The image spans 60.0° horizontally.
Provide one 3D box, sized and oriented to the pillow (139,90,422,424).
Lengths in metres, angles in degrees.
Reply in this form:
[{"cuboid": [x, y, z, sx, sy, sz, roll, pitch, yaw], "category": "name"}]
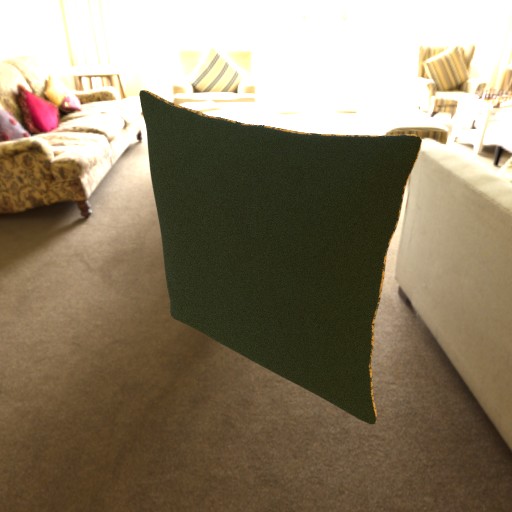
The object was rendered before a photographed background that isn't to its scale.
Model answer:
[{"cuboid": [0.000, 0.000, 0.788, 0.523, 0.510, 0.166, 21, 36, 32], "category": "pillow"}]
